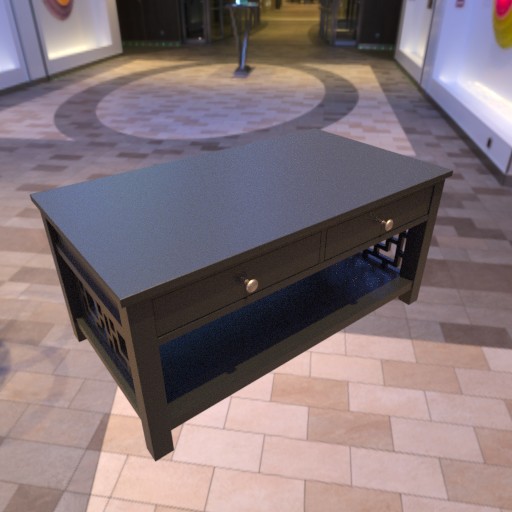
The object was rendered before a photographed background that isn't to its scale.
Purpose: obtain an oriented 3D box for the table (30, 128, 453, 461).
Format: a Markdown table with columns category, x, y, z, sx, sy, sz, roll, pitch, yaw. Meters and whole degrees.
| category | x | y | z | sx | sy | sz | roll | pitch | yaw |
| --- | --- | --- | --- | --- | --- | --- | --- | --- | --- |
| table | 0.000 | 0.000 | 1.394 | 1.068 | 0.493 | 0.612 | -22 | 37 | -32 |
